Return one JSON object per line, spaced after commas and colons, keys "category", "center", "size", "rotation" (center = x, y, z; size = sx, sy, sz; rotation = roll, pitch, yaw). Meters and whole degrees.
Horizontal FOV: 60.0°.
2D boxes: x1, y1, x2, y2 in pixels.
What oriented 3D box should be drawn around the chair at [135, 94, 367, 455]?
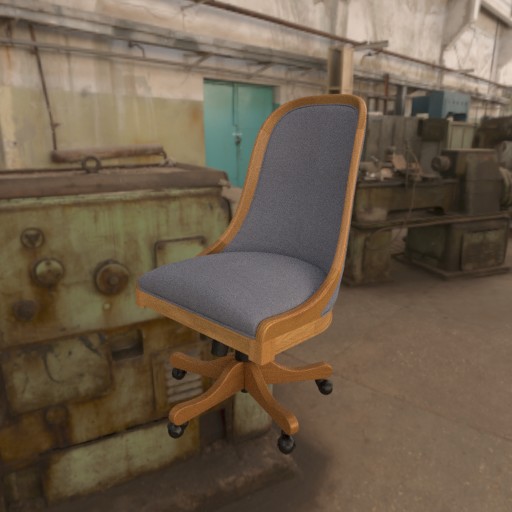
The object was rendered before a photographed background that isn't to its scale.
{"category": "chair", "center": [0.000, 0.000, 1.453], "size": [0.605, 1.031, 0.735], "rotation": [15, 22, 41]}
